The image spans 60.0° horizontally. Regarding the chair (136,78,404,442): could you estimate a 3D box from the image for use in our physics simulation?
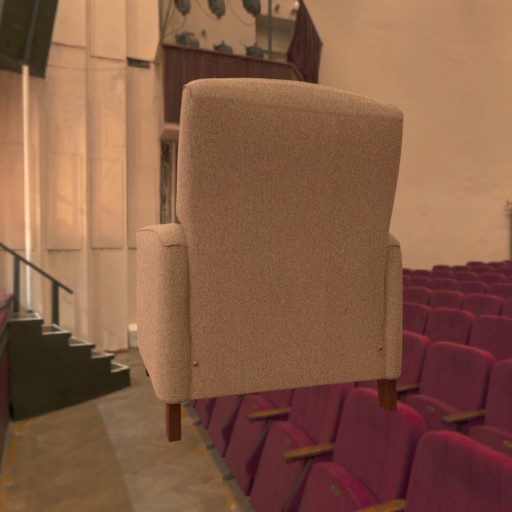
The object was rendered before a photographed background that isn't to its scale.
[{"bbox_3d":[0.000,0.000,1.660,0.848,1.014,0.864,0,1,-19],"label":"chair"}]
